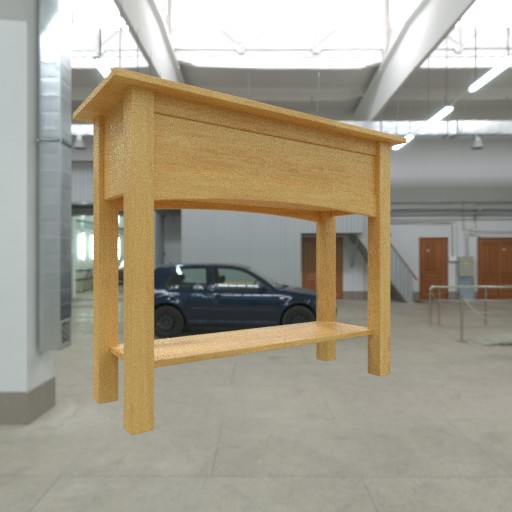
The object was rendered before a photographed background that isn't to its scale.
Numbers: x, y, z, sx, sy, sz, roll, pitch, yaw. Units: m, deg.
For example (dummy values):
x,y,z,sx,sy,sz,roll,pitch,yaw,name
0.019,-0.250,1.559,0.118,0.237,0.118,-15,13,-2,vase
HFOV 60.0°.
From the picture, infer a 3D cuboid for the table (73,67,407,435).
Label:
x,y,z,sx,sy,sz,roll,pitch,yaw,name
0.000,0.000,1.246,0.900,0.728,0.340,0,0,-35,table
